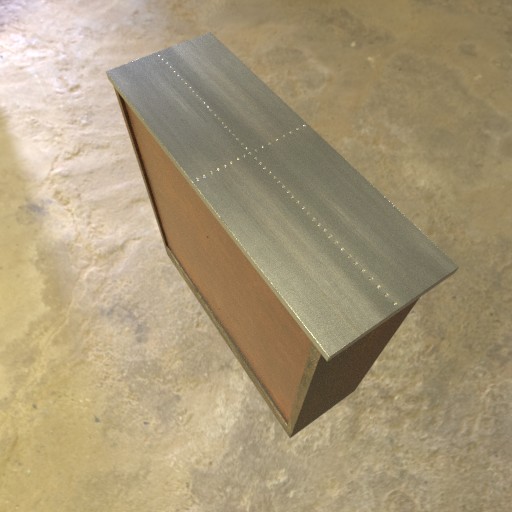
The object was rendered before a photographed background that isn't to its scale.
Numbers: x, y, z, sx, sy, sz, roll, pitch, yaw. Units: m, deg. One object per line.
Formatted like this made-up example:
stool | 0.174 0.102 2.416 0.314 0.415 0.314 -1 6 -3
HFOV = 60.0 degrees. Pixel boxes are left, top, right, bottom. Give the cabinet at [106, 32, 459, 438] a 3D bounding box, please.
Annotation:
cabinet | 0.000 0.000 1.436 0.338 0.919 0.968 -30 63 -17
